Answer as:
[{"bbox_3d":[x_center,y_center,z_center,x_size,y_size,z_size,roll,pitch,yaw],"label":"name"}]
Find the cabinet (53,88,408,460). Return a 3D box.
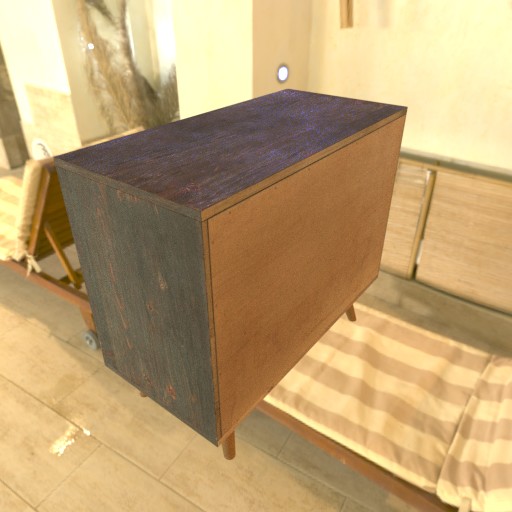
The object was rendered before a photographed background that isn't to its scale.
[{"bbox_3d":[0.000,0.000,1.543,0.529,0.897,1.023,22,38,31],"label":"cabinet"}]
